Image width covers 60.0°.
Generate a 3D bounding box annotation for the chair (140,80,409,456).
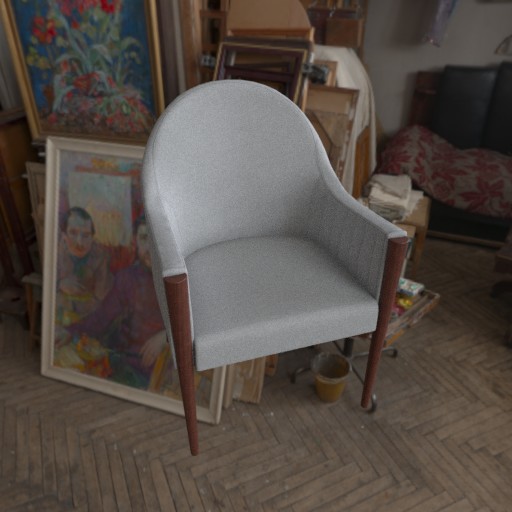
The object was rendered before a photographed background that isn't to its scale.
[{"bbox_3d":[0.000,0.000,1.313,0.610,0.889,0.620,-9,32,-15],"label":"chair"}]
